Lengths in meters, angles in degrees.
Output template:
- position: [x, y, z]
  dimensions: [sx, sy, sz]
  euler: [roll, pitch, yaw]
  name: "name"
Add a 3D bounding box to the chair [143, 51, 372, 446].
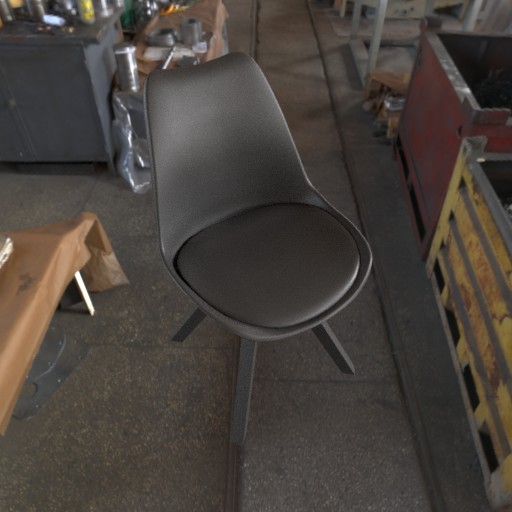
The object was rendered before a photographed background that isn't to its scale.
- position: [0.000, 0.000, 1.176]
  dimensions: [0.485, 0.850, 0.550]
  euler: [-24, 49, -23]
  name: "chair"
